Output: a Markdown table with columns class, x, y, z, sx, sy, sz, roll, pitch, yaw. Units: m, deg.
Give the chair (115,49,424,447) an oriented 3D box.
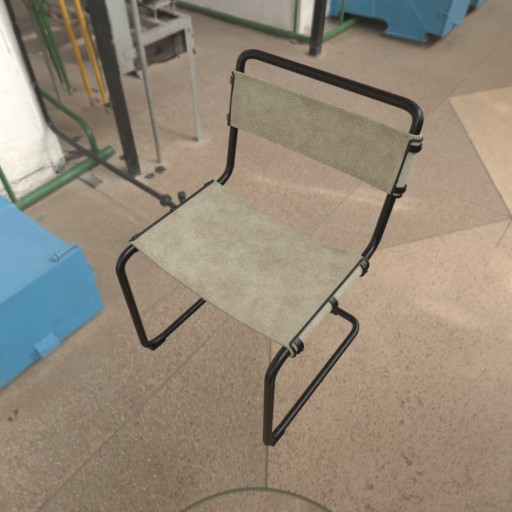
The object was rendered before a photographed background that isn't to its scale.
| class | x | y | z | sx | sy | sz | roll | pitch | yaw |
| --- | --- | --- | --- | --- | --- | --- | --- | --- | --- |
| chair | 0.000 | 0.000 | 1.085 | 0.499 | 0.747 | 0.497 | 30 | 54 | 25 |
